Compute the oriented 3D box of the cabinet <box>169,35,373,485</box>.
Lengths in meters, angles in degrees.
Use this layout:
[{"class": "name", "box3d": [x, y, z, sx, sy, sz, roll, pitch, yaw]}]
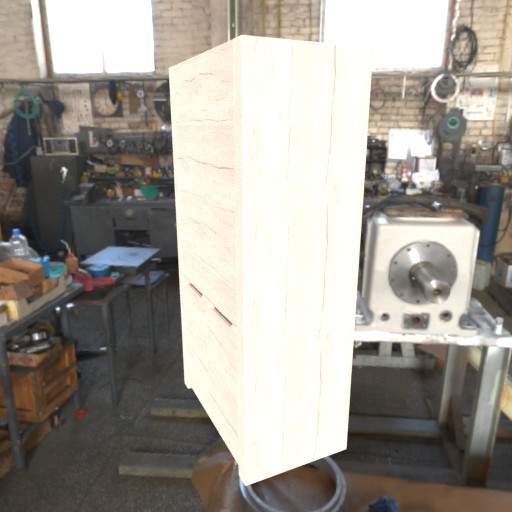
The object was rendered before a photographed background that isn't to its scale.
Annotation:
[{"class": "cabinet", "box3d": [0.000, 0.000, 2.356, 0.580, 1.930, 0.980, -8, 18, -25]}]
